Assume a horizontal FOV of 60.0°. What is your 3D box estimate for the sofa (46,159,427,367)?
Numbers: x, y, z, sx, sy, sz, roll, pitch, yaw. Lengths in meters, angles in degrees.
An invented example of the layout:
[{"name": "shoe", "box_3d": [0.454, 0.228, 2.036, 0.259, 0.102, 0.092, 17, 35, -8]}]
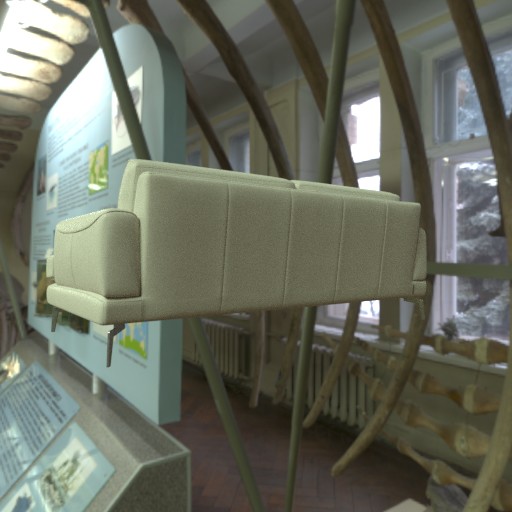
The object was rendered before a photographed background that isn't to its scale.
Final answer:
[{"name": "sofa", "box_3d": [0.000, 0.000, 2.413, 1.940, 0.765, 0.974, 0, 0, -36]}]
